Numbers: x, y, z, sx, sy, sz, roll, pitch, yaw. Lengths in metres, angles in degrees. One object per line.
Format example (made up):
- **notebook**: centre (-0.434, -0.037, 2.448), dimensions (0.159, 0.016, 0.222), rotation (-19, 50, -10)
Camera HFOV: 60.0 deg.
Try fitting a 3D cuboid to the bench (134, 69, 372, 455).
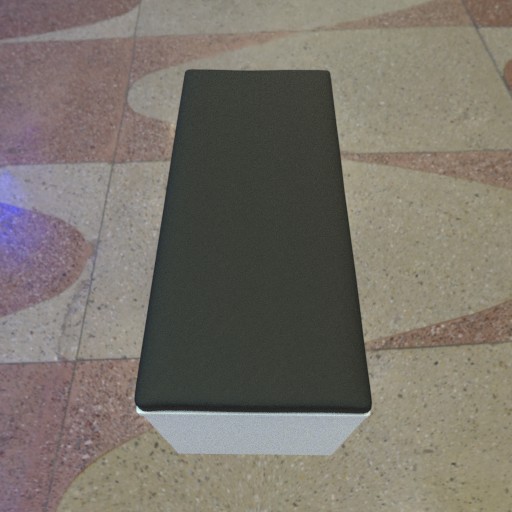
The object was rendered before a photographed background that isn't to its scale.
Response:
- **bench**: centre (0.000, 0.000, 1.167), dimensions (0.401, 0.500, 0.899), rotation (1, 58, 0)
